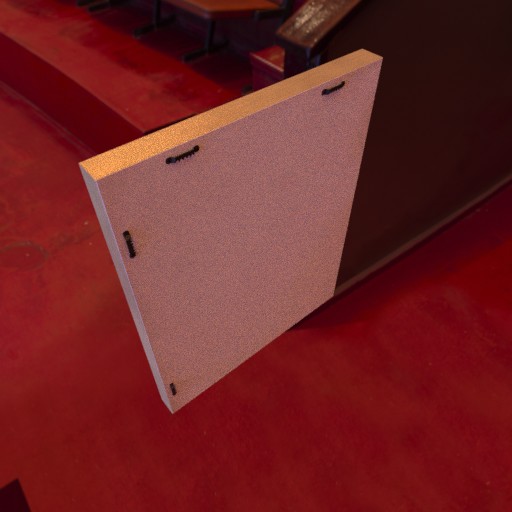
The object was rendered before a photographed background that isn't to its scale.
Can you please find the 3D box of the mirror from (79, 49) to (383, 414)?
[{"bbox_3d":[0.000,0.000,0.685,0.406,0.509,0.041,-31,55,-26],"label":"mirror"}]
